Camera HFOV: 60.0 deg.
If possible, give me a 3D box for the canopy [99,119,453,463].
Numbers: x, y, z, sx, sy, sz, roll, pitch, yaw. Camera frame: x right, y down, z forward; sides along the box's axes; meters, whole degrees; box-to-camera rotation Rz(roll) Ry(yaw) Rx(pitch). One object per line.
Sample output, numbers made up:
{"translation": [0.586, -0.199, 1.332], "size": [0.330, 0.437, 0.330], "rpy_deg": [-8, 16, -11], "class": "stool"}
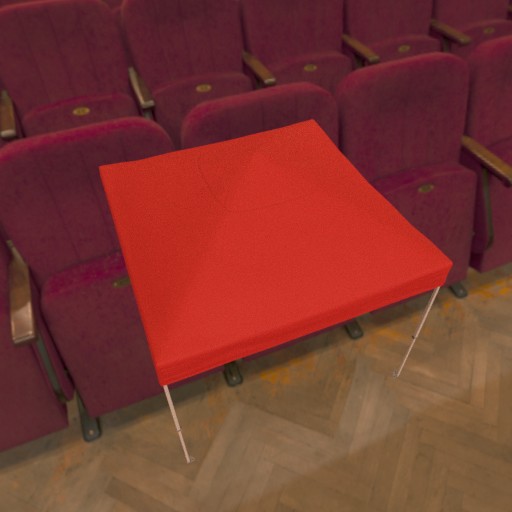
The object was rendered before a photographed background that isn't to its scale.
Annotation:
{"translation": [0.000, 0.000, 5.442], "size": [2.998, 2.997, 2.996], "rpy_deg": [-17, 49, -15], "class": "canopy"}
